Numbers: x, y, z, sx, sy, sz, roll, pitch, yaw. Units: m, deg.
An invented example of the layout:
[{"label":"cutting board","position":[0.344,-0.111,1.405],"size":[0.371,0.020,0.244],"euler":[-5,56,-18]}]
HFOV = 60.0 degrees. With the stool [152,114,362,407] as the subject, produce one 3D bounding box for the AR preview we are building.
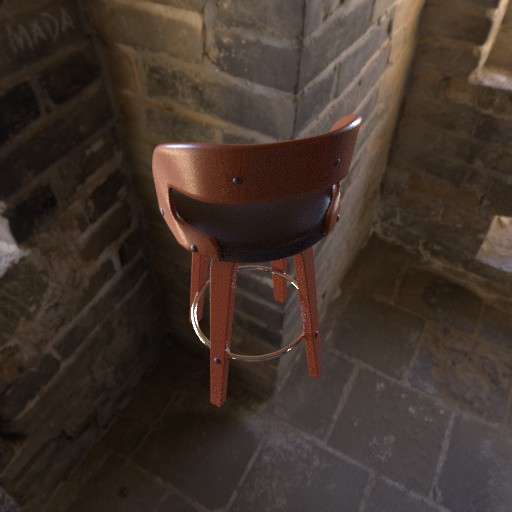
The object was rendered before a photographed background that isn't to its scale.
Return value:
[{"label":"stool","position":[0.000,0.000,1.219],"size":[0.457,0.940,0.457],"euler":[-12,45,-13]}]
